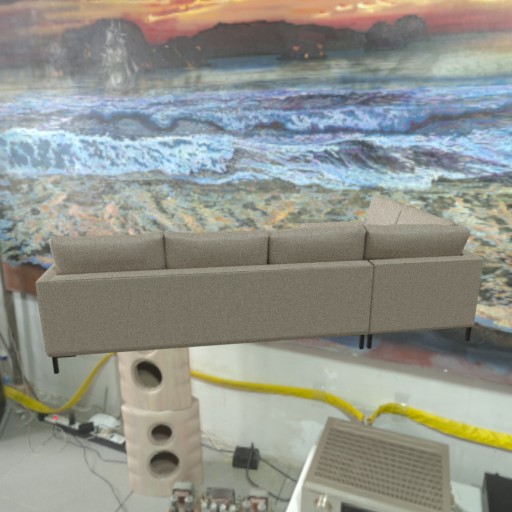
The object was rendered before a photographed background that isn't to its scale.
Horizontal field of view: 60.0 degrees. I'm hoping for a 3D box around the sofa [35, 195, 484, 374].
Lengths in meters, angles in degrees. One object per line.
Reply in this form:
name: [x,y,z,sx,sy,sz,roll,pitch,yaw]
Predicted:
sofa: [0.000,0.000,3.110,2.423,0.703,1.617,-2,16,-8]
